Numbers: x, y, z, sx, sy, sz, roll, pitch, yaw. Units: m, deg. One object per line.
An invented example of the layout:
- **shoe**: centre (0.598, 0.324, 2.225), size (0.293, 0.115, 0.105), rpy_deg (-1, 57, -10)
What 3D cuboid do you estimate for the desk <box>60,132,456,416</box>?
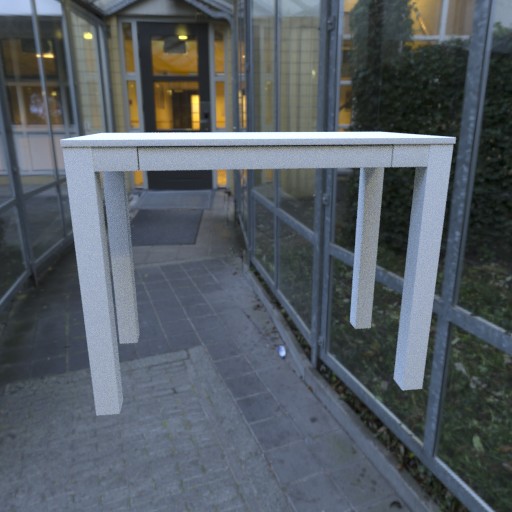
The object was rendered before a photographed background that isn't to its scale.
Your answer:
- **desk**: centre (0.000, 0.000, 1.446), size (0.990, 0.762, 0.497), rpy_deg (-2, 17, -7)
